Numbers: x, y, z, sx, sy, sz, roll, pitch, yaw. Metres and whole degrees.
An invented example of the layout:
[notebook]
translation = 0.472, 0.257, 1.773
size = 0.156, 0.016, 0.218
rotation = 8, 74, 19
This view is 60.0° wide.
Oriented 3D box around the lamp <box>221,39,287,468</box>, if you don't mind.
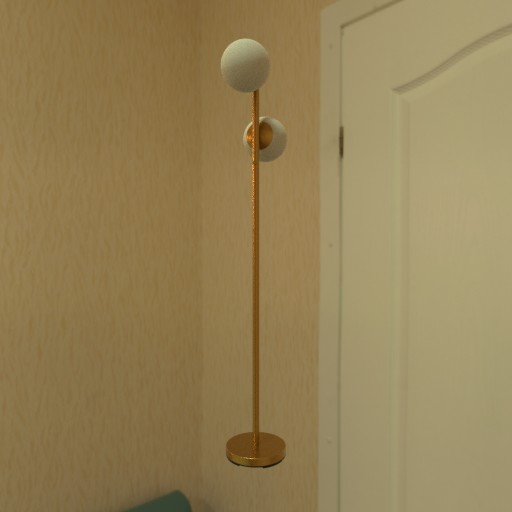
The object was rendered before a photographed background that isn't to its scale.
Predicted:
[lamp]
translation = 0.000, 0.000, 1.815
size = 0.249, 1.641, 0.419
rotation = 1, 2, 20
